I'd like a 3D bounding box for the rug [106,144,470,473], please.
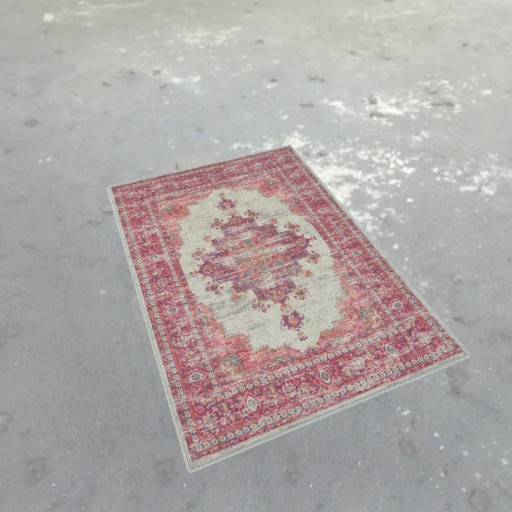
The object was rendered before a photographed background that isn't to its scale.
[{"bbox_3d":[0.000,0.000,2.242,1.217,0.011,1.747,-16,48,-15],"label":"rug"}]
